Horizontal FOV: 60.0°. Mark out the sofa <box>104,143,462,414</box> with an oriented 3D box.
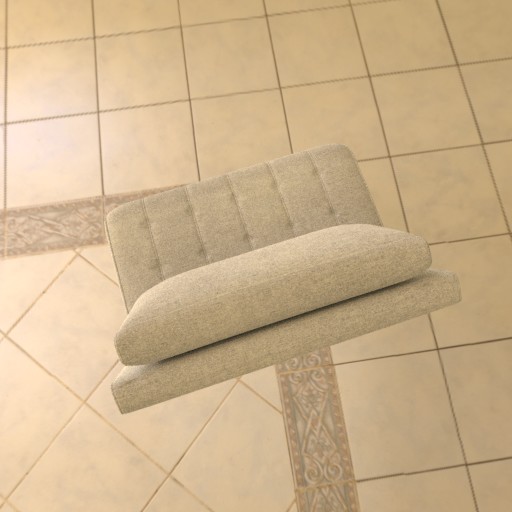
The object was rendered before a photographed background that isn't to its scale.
[{"bbox_3d":[0.000,0.000,1.896,1.220,0.910,0.910,-17,76,-5],"label":"sofa"}]
